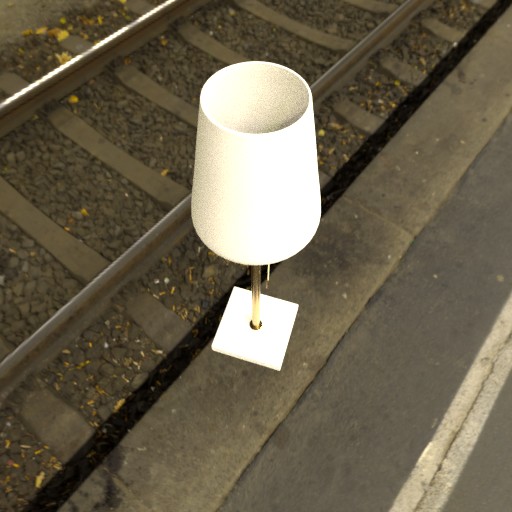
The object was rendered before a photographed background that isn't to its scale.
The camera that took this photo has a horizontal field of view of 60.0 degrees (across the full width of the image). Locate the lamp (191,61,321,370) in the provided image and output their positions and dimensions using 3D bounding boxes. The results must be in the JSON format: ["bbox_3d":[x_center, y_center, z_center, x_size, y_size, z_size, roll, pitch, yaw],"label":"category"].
[{"bbox_3d":[0.000,0.000,0.733,0.181,0.639,0.181,15,60,9],"label":"lamp"}]
